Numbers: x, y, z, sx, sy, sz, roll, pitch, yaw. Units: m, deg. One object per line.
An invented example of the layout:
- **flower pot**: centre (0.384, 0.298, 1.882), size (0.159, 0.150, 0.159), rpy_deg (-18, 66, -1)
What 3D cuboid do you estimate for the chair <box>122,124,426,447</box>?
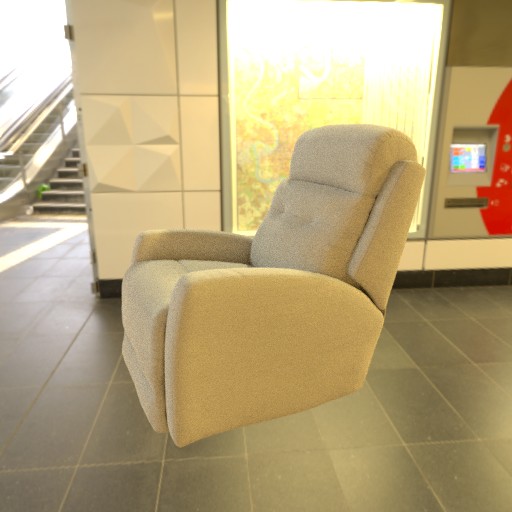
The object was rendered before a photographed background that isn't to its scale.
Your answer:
- **chair**: centre (0.000, 0.000, 1.770), size (1.043, 1.013, 0.798), rpy_deg (-7, 18, -24)
